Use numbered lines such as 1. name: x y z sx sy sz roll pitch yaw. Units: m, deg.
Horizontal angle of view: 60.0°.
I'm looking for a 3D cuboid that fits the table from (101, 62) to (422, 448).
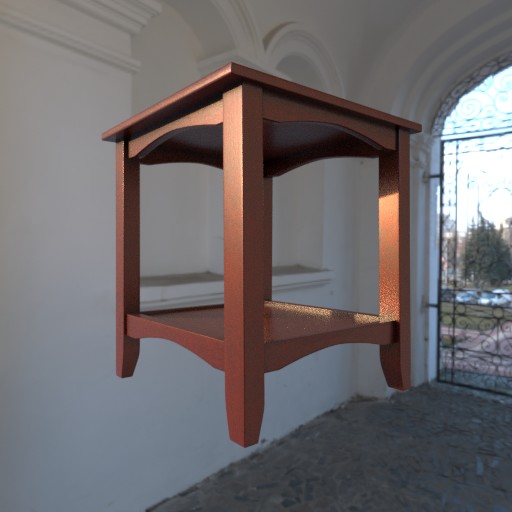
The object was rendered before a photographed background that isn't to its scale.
1. table: 0.000 0.000 0.979 0.522 0.558 0.523 -1 1 -37
